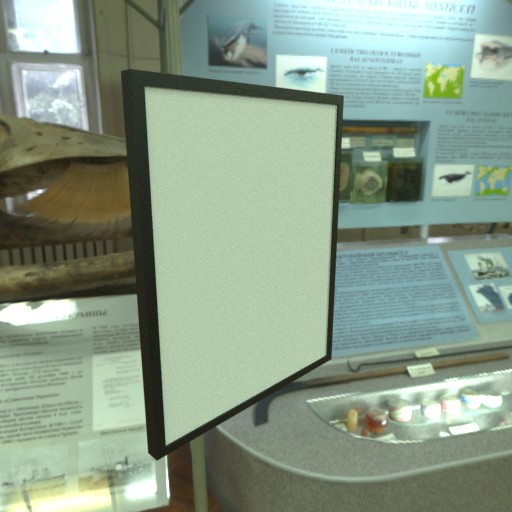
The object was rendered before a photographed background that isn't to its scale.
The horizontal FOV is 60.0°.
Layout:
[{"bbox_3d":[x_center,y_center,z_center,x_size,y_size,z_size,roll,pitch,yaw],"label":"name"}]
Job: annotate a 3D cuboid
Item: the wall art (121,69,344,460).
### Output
[{"bbox_3d":[0.000,0.000,0.550,0.018,0.397,0.325,14,20,43],"label":"wall art"}]
